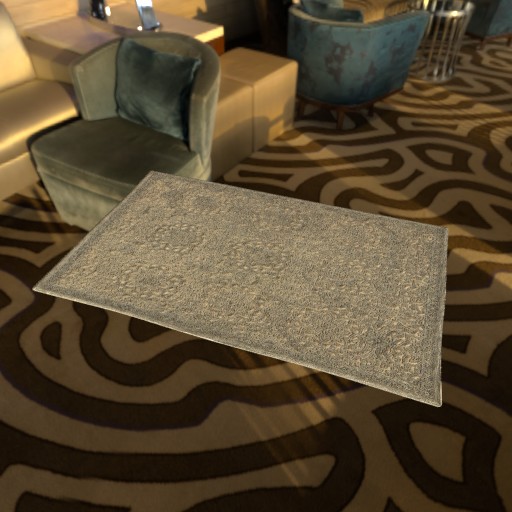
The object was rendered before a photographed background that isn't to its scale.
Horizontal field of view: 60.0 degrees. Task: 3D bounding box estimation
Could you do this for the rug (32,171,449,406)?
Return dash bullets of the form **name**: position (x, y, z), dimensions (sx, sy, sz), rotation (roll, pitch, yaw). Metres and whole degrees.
- **rug**: position (0.000, 0.000, 3.057), dimensions (2.498, 0.022, 1.535), rotation (13, 43, 14)
